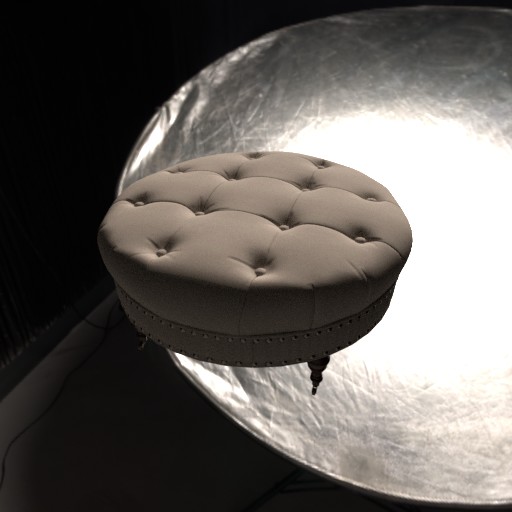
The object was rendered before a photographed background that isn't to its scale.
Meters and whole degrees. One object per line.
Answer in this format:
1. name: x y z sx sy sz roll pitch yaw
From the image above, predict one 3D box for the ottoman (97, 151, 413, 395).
1. ottoman: 0.000 0.000 1.382 0.901 0.439 0.901 0 33 0
